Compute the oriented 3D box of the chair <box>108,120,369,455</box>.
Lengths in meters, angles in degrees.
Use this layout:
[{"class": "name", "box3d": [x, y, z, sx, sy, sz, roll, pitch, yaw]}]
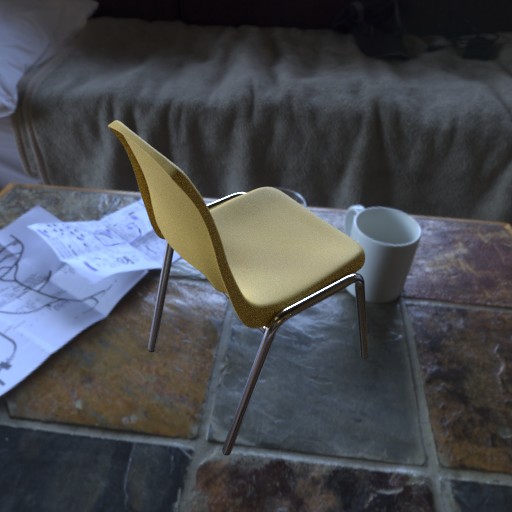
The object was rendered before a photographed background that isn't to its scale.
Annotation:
[{"class": "chair", "box3d": [0.000, 0.000, 0.924, 0.436, 0.653, 0.381, -27, 48, -28]}]
